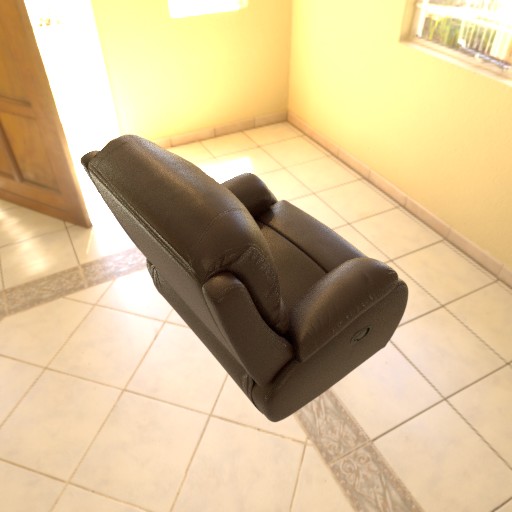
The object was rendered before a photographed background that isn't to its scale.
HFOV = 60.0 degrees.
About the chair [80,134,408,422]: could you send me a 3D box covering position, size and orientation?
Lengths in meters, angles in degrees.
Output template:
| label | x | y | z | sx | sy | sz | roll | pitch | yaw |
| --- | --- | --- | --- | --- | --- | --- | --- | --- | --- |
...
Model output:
| label | x | y | z | sx | sy | sz | roll | pitch | yaw |
| --- | --- | --- | --- | --- | --- | --- | --- | --- | --- |
| chair | 0.000 | 0.000 | 1.745 | 0.899 | 1.011 | 0.930 | -27 | 48 | -27 |
